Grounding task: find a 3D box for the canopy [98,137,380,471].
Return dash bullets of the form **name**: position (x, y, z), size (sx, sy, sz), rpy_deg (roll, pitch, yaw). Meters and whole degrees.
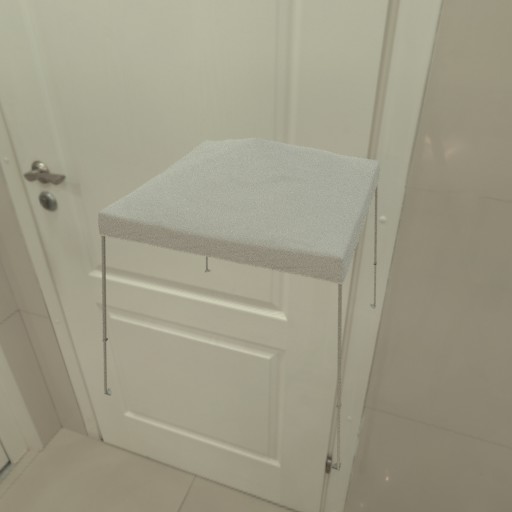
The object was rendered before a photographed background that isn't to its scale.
- **canopy**: position (0.000, 0.000, 5.278), size (2.849, 2.849, 2.848), rpy_deg (11, 34, 17)
